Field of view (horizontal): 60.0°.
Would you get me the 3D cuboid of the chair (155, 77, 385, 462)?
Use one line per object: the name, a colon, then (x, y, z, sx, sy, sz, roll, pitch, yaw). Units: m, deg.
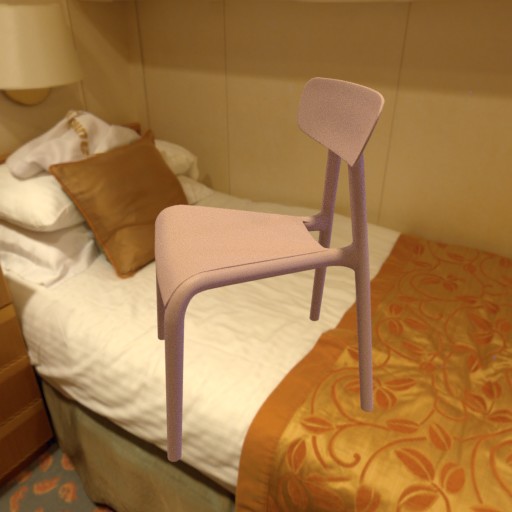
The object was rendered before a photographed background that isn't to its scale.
chair: (0.000, 0.000, 0.819, 0.401, 0.580, 0.356, -7, 30, -12)
